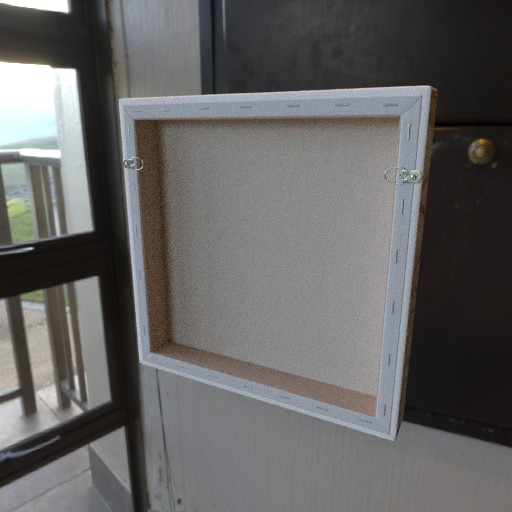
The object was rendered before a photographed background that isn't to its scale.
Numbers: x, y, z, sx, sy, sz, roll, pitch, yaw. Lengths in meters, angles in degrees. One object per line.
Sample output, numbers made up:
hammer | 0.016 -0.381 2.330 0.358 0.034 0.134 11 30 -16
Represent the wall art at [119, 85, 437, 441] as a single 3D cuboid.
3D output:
wall art | 0.000 0.000 0.441 0.303 0.304 0.036 8 18 27
